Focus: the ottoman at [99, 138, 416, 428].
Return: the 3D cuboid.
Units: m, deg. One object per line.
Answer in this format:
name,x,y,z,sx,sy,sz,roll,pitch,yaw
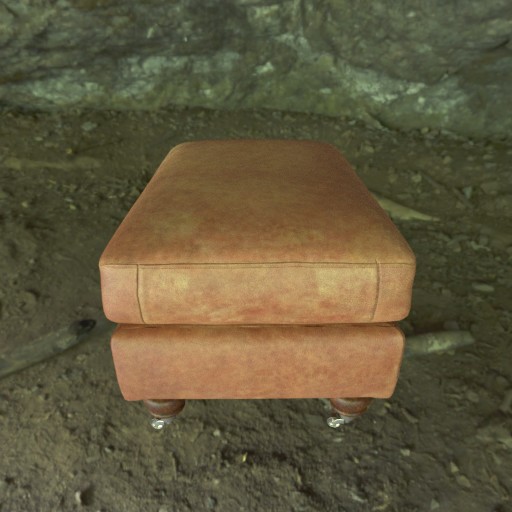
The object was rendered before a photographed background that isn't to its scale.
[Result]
ottoman,0.000,0.000,1.173,0.565,0.507,0.852,0,27,-1
